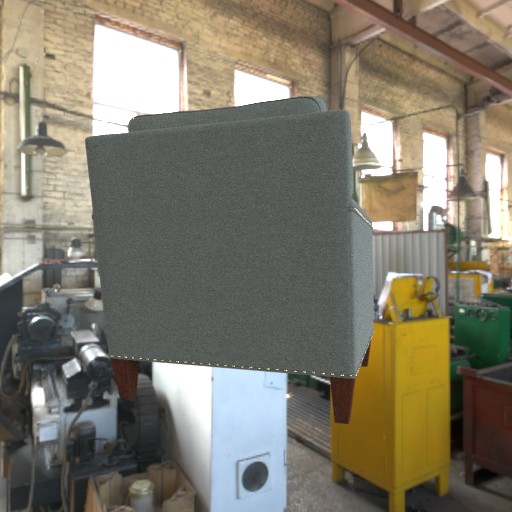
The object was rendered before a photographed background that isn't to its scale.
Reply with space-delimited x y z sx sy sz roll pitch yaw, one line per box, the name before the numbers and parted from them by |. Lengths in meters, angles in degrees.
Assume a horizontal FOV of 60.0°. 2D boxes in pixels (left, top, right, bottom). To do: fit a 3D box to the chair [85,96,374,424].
chair | 0.000 0.000 1.809 0.885 1.031 1.031 0 0 18
